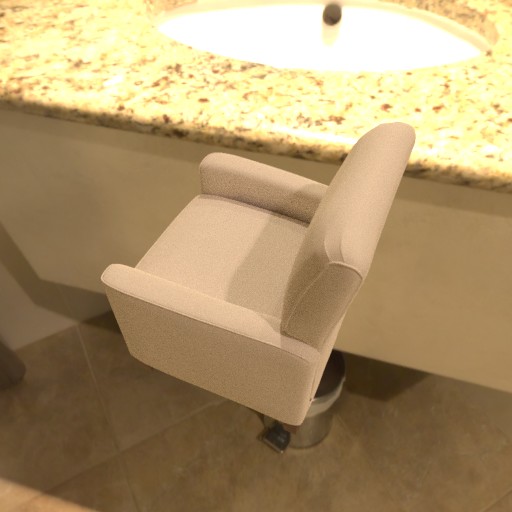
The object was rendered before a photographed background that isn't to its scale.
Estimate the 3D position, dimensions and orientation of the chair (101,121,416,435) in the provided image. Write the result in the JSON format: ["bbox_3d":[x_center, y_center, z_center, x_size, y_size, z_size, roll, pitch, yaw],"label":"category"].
[{"bbox_3d":[0.000,0.000,1.680,0.858,1.028,0.841,18,50,16],"label":"chair"}]
